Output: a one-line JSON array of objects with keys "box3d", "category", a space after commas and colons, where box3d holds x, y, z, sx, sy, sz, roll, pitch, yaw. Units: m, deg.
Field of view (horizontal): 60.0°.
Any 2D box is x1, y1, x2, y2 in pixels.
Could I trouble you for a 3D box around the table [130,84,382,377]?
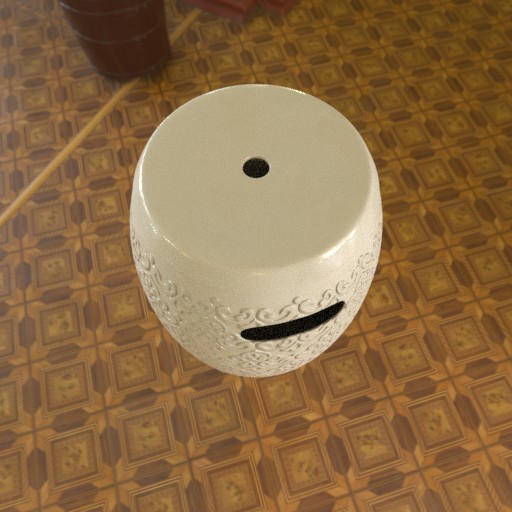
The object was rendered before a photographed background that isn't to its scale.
[{"box3d": [0.000, 0.000, 0.612, 0.309, 0.397, 0.309, 0, 63, 0], "category": "table"}]
